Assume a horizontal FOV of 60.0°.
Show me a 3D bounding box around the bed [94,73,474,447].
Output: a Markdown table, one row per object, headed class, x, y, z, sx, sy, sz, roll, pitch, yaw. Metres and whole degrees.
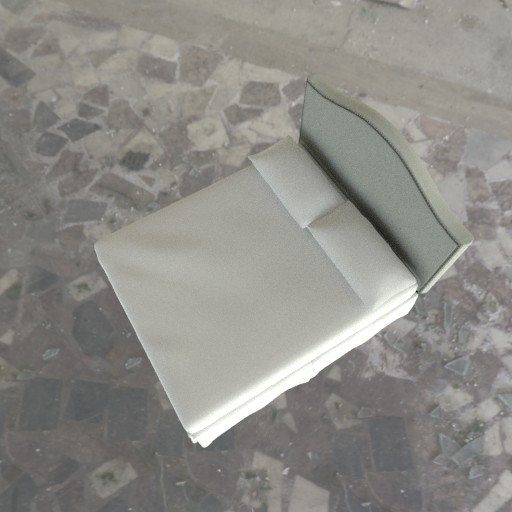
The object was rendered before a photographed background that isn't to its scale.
| class | x | y | z | sx | sy | sz | roll | pitch | yaw |
| --- | --- | --- | --- | --- | --- | --- | --- | --- | --- |
| bed | 0.000 | 0.000 | 3.382 | 2.180 | 1.607 | 1.813 | -29 | 67 | -13 |
